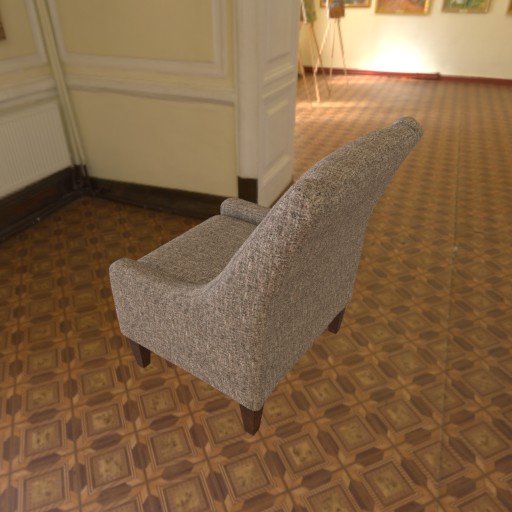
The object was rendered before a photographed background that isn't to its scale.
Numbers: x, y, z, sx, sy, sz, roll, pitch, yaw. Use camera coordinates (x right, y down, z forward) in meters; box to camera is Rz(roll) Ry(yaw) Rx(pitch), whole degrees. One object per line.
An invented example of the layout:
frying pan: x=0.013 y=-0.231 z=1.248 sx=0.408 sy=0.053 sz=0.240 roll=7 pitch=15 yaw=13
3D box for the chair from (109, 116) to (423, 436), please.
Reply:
chair: x=0.000 y=0.000 z=1.695 sx=0.870 sy=1.014 sz=0.774 roll=20 pitch=37 yaw=29
